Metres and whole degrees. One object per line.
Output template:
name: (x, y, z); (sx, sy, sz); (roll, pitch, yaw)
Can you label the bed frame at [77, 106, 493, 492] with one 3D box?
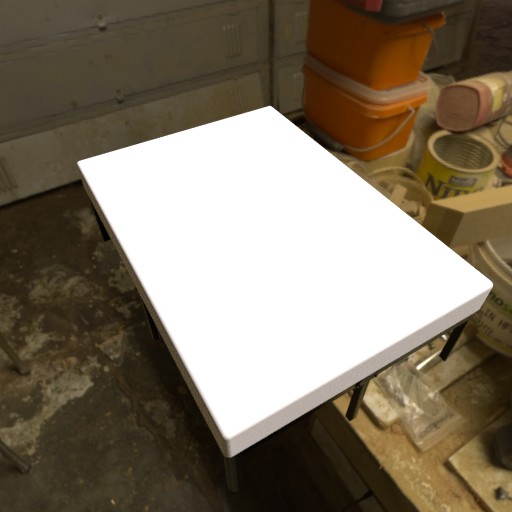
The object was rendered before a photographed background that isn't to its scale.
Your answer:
bed frame: (0.000, 0.000, 2.595); (1.408, 0.659, 1.956); (-23, 50, -21)
